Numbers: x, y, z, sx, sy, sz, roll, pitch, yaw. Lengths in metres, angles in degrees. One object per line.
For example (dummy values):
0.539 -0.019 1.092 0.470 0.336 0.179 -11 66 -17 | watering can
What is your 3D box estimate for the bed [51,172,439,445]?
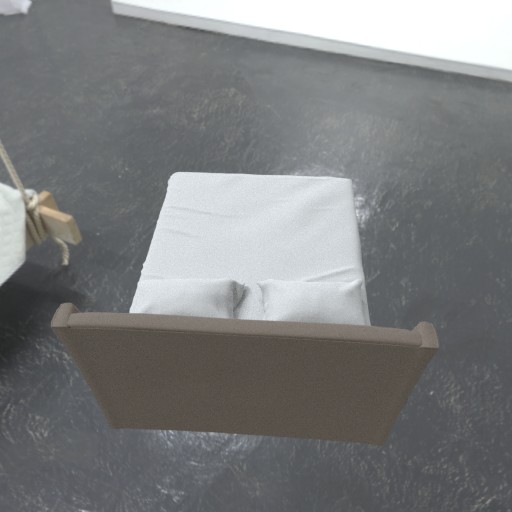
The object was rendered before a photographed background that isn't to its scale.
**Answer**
0.000 0.000 3.372 1.925 1.332 2.276 3 47 3 | bed
